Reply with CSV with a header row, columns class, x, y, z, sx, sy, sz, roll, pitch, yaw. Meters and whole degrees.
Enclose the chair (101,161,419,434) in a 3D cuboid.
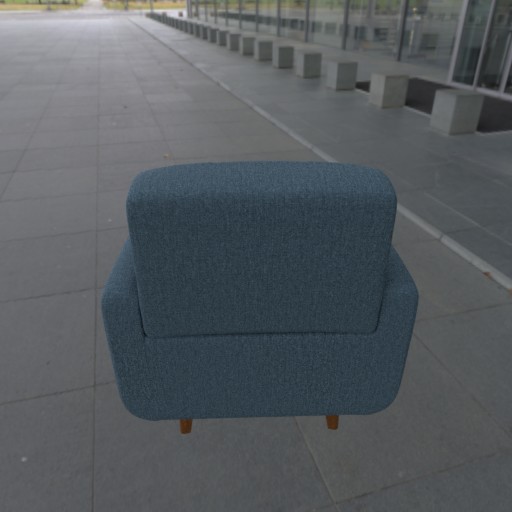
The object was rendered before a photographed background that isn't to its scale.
class,x,y,z,sx,sy,sz,roll,pitch,yaw
chair,0.000,0.000,1.642,0.880,0.940,0.964,-1,30,-2
